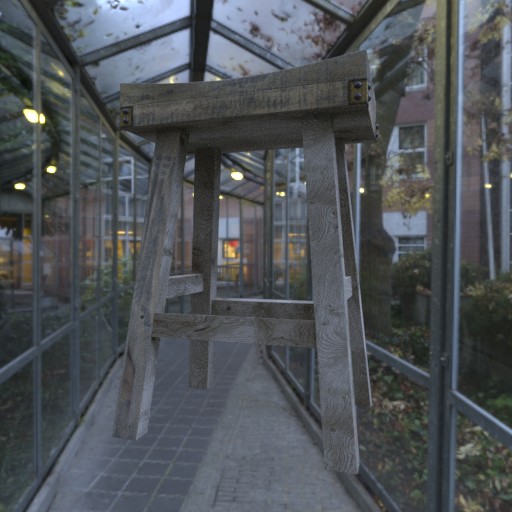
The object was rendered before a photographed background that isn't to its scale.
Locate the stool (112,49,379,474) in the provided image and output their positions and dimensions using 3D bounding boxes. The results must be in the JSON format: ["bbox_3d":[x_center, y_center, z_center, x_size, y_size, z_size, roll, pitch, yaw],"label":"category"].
[{"bbox_3d":[0.000,0.000,0.867,0.450,0.635,0.330,0,1,18],"label":"stool"}]
